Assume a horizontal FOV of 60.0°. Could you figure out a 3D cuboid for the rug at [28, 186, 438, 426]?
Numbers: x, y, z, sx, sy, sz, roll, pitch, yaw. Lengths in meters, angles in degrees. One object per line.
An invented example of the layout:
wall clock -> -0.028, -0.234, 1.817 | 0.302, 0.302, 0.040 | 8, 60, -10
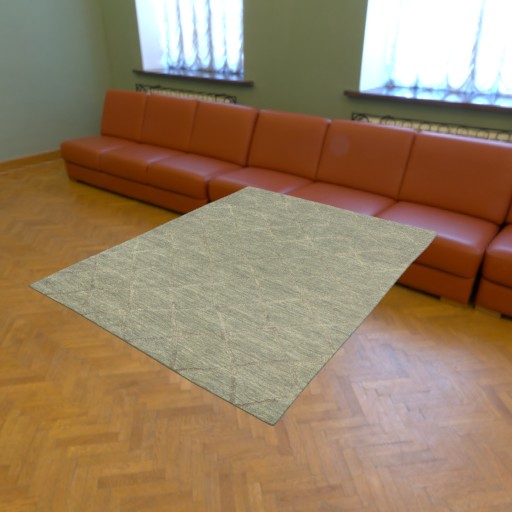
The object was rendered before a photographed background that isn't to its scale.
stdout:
rug -> 0.000, 0.000, 4.072 | 2.438, 0.013, 3.048 | 19, 33, 31
